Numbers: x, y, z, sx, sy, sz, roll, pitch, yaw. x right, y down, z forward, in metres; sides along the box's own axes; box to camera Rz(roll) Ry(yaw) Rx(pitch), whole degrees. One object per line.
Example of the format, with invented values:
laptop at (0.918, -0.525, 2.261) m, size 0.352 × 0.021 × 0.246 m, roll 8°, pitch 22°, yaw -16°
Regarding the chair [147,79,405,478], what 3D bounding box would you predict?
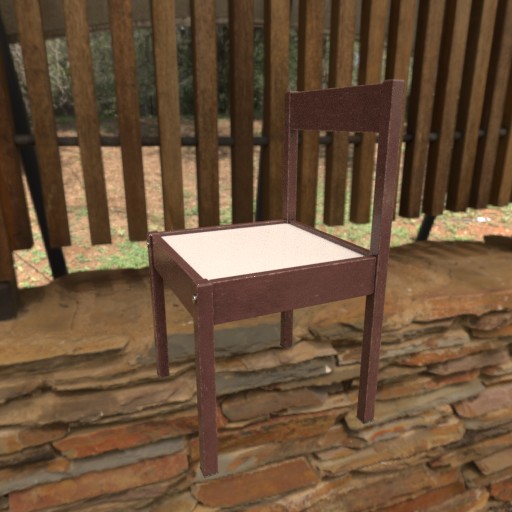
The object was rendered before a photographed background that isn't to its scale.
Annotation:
chair at (0.000, 0.000, 0.696) m, size 0.285 × 0.505 × 0.285 m, roll -8°, pitch 19°, yaw -24°
